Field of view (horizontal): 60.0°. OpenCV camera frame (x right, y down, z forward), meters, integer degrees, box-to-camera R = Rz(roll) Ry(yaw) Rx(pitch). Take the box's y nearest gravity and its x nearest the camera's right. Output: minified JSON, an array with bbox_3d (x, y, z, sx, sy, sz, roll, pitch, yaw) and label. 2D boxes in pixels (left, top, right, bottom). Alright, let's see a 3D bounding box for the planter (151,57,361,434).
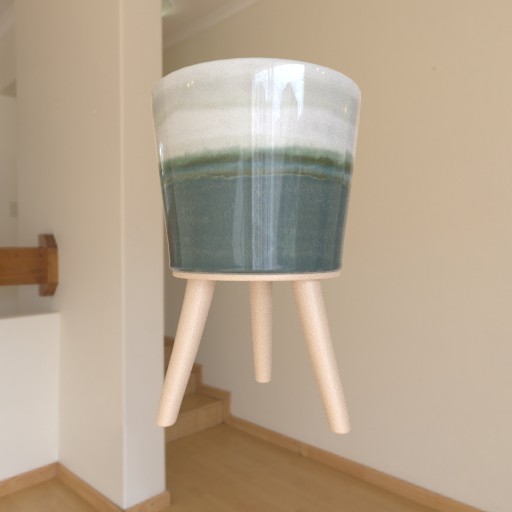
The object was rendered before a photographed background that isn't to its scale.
[{"bbox_3d":[0.000,0.000,0.472,0.217,0.331,0.217,0,1,18],"label":"planter"}]
